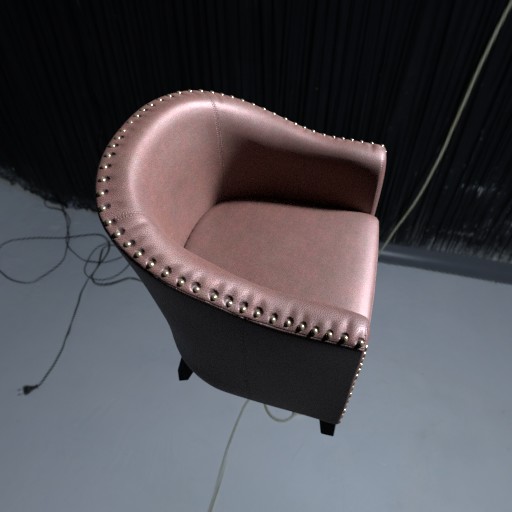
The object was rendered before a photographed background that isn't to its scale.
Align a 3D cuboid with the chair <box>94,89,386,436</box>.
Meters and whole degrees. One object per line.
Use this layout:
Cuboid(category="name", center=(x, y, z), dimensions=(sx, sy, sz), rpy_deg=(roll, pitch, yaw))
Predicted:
Cuboid(category="chair", center=(0.000, 0.000, 1.406), dimensions=(0.748, 0.823, 0.794), rpy_deg=(11, 48, 10))
